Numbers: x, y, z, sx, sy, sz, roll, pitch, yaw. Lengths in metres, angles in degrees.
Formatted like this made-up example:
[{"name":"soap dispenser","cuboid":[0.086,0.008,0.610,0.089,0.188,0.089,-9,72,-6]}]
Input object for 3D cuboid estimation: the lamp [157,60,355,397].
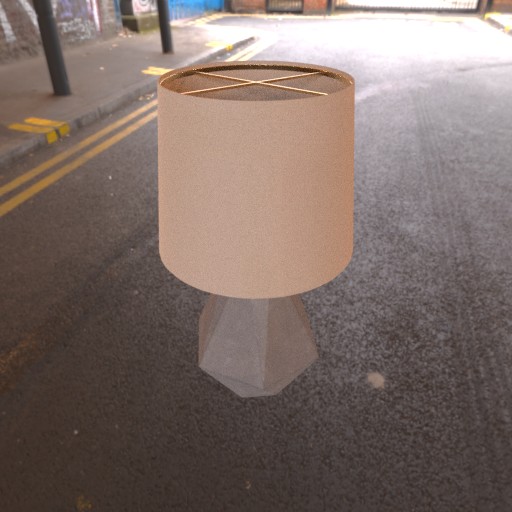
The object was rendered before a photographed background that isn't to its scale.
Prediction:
[{"name":"lamp","cuboid":[0.000,0.000,0.657,0.276,0.501,0.276,0,33,0]}]
